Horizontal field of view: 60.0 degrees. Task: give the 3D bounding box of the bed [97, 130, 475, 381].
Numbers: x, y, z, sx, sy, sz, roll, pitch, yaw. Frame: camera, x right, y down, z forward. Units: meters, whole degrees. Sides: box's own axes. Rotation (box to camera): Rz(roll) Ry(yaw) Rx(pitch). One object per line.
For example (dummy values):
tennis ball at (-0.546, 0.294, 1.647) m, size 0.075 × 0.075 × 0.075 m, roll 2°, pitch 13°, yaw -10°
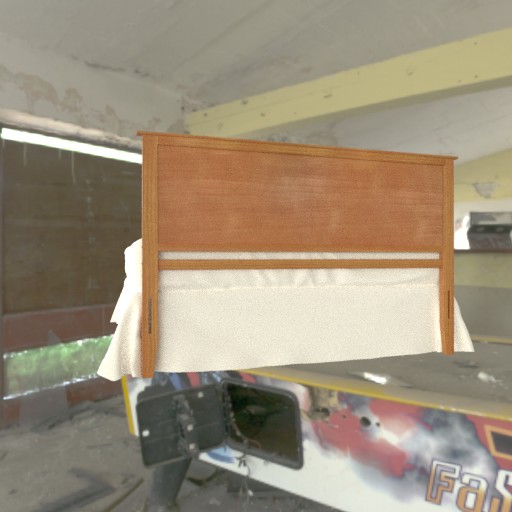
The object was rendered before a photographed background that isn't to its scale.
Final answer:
bed at (0.000, 0.000, 3.571) m, size 2.317 × 1.270 × 2.215 m, roll 0°, pitch 0°, yaw -17°
